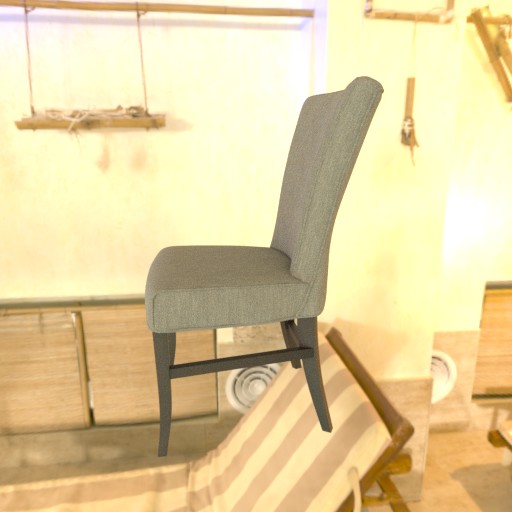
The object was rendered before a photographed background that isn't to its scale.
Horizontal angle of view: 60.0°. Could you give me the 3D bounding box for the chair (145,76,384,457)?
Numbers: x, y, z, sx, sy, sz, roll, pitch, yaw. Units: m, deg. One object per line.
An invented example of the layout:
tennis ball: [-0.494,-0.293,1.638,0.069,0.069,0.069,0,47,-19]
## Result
chair: [0.000,0.000,1.371,0.660,0.991,0.520,-2,14,-8]
